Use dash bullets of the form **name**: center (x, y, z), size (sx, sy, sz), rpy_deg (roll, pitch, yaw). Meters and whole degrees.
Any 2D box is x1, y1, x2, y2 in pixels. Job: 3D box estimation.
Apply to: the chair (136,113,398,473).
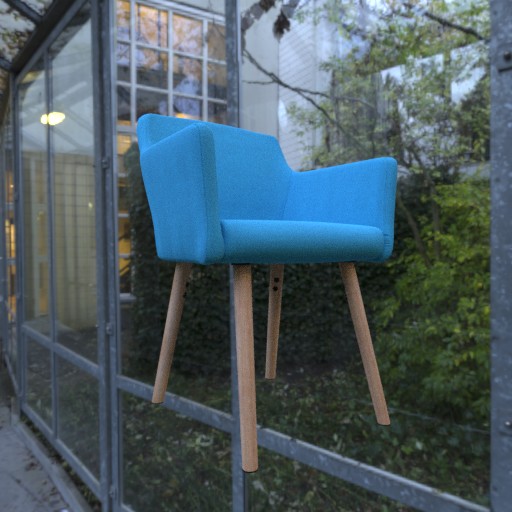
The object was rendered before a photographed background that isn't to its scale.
- **chair**: center (0.000, 0.000, 1.131), size (0.570, 0.780, 0.540), rpy_deg (-1, 1, -35)
